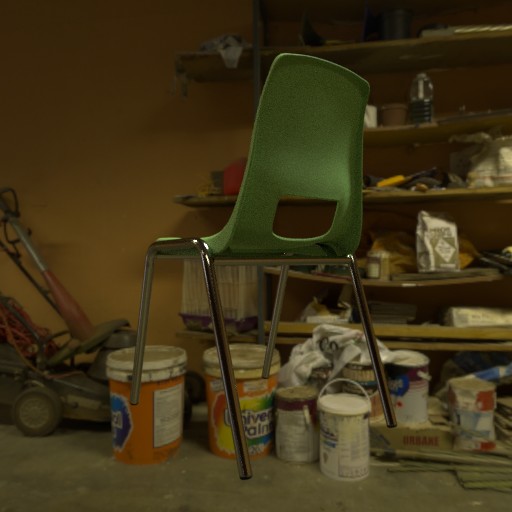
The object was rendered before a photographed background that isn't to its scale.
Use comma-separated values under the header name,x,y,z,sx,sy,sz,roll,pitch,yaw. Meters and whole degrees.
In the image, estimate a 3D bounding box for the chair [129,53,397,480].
name,x,y,z,sx,sy,sz,roll,pitch,yaw
chair,0.000,0.000,0.912,0.381,0.653,0.436,0,0,-36
